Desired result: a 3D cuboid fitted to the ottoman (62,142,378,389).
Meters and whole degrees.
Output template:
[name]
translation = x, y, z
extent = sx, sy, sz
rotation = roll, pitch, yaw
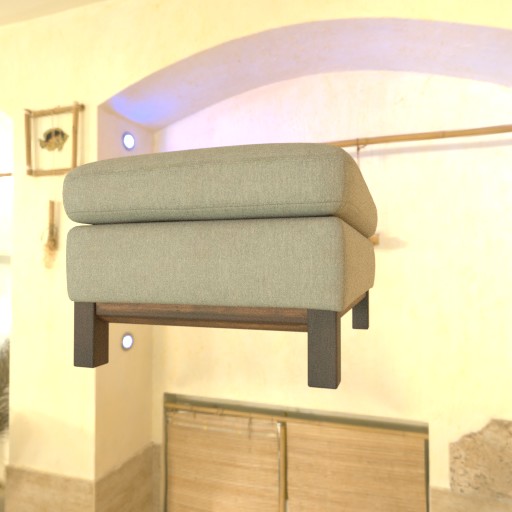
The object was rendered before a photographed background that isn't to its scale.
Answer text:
[ottoman]
translation = 0.000, 0.000, 1.038
extent = 0.528, 0.404, 0.735
rotation = 0, -1, 18
